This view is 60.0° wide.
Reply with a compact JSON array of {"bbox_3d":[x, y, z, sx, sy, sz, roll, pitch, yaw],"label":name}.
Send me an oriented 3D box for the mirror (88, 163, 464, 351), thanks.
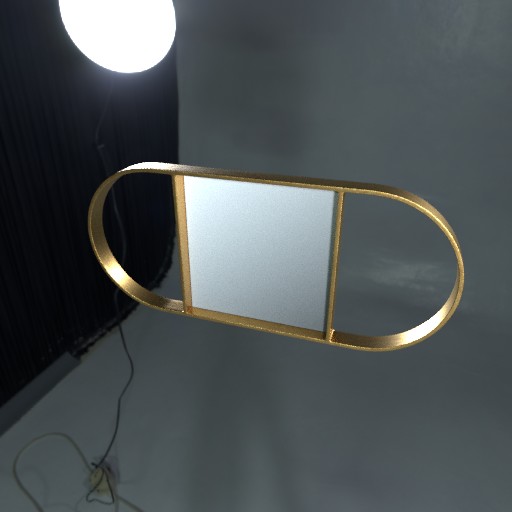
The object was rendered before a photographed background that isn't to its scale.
[{"bbox_3d":[0.000,0.000,0.679,0.584,0.254,0.032,9,28,16],"label":"mirror"}]
